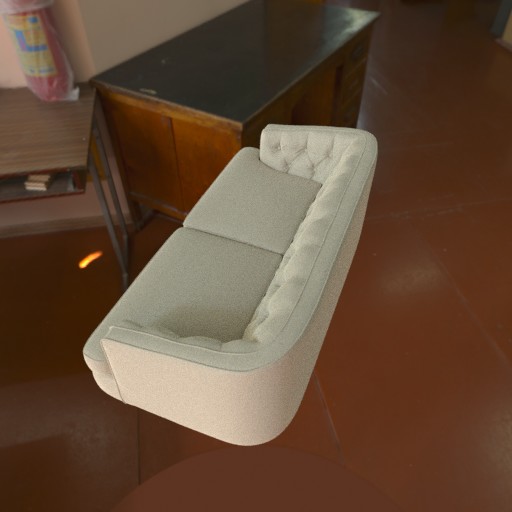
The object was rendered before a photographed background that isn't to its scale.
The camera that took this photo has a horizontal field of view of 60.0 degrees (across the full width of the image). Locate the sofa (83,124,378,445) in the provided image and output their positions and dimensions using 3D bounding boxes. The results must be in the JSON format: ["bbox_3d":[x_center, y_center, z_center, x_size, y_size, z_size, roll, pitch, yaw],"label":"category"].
[{"bbox_3d":[0.000,0.000,2.325,0.941,0.855,1.733,16,48,15],"label":"sofa"}]
